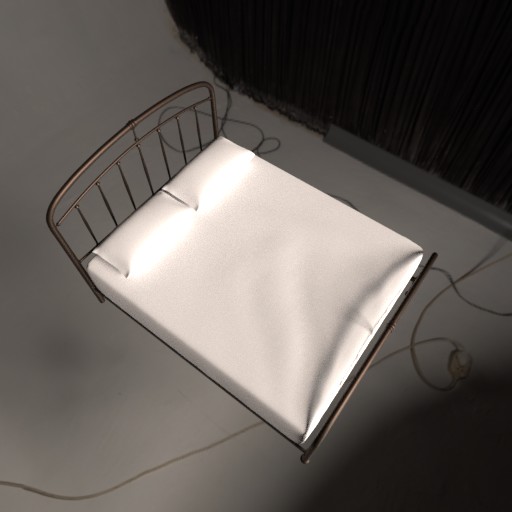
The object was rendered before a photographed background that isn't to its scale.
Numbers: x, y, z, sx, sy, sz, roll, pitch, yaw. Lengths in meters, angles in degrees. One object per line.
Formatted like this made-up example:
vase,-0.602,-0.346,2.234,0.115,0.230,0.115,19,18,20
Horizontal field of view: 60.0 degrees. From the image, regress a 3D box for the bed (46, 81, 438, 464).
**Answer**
bed,0.000,0.000,3.276,2.180,1.425,1.711,33,64,18
